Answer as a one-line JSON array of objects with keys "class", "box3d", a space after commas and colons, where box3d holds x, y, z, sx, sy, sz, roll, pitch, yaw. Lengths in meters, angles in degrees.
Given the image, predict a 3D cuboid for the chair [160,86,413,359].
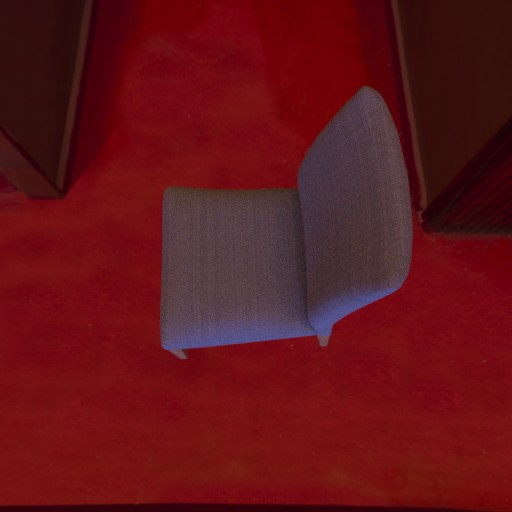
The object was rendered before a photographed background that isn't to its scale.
[{"class": "chair", "box3d": [0.000, 0.000, 1.283, 0.585, 0.940, 0.496, -2, 73, -1]}]
